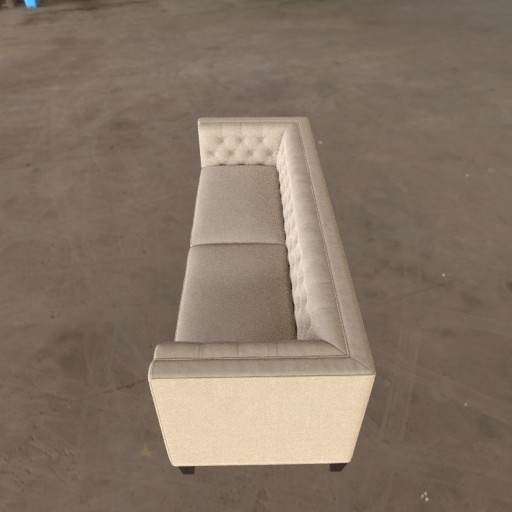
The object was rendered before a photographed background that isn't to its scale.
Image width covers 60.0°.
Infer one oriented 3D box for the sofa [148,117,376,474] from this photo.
[{"bbox_3d":[0.000,0.000,2.540,0.775,0.762,2.159,-1,40,-1],"label":"sofa"}]
